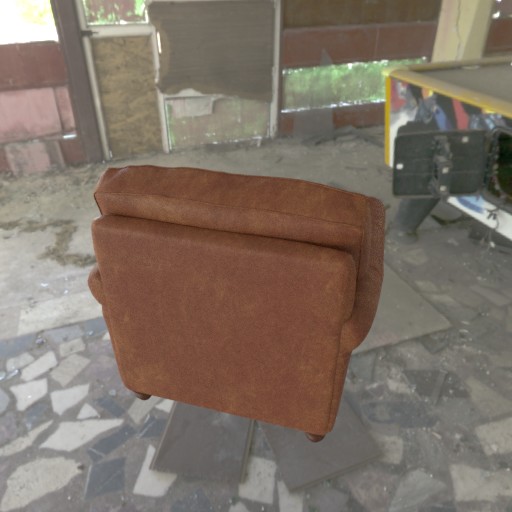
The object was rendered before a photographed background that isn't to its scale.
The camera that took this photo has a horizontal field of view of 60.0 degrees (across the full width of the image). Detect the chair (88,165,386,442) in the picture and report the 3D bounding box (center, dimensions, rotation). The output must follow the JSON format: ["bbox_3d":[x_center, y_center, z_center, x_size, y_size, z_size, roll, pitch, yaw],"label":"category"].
[{"bbox_3d":[0.000,0.000,1.787,0.983,0.962,0.986,9,34,13],"label":"chair"}]
